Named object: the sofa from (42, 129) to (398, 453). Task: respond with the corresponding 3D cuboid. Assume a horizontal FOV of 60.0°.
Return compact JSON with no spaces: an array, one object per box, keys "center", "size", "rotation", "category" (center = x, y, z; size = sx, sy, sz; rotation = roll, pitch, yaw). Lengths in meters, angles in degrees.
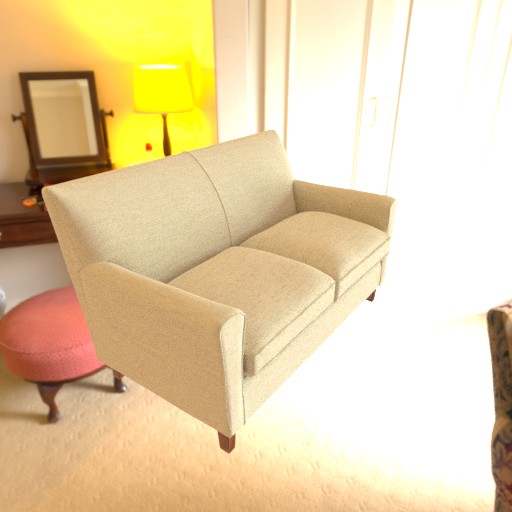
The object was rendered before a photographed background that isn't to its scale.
[{"center":[0.000,0.000,2.113],"size":[0.891,0.892,1.482],"rotation":[18,31,32],"category":"sofa"}]
